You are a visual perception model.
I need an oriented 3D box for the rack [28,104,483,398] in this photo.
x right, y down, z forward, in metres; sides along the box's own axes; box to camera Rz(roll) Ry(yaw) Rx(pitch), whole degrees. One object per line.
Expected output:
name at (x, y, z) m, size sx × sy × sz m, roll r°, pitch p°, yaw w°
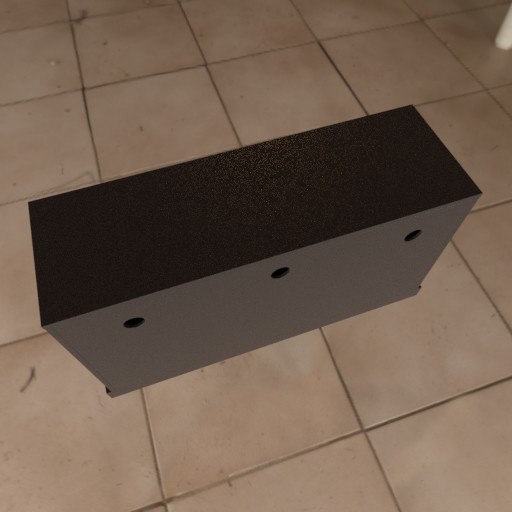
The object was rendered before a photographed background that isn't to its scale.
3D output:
rack at (0.000, 0.000, 1.478) m, size 1.206 × 0.635 × 0.399 m, roll -17°, pitch 60°, yaw -10°
